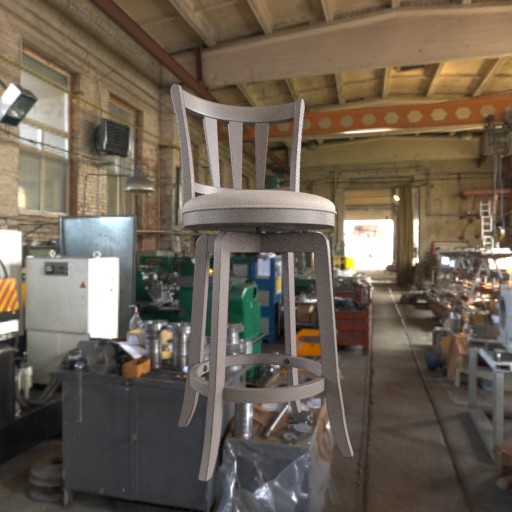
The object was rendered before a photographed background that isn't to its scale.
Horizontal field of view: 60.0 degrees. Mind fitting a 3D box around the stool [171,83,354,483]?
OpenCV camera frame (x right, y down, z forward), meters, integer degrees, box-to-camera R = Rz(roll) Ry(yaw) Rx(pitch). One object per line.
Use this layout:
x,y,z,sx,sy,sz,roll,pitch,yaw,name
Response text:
0.000,0.000,1.250,0.436,1.023,0.475,0,1,-18,stool
